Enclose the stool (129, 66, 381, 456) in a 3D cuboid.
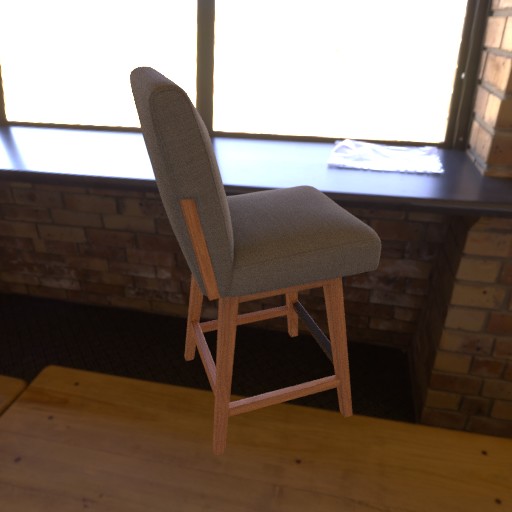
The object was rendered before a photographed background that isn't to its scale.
[{"bbox_3d":[0.000,0.000,1.297,0.570,1.019,0.459,-9,30,-17],"label":"stool"}]
